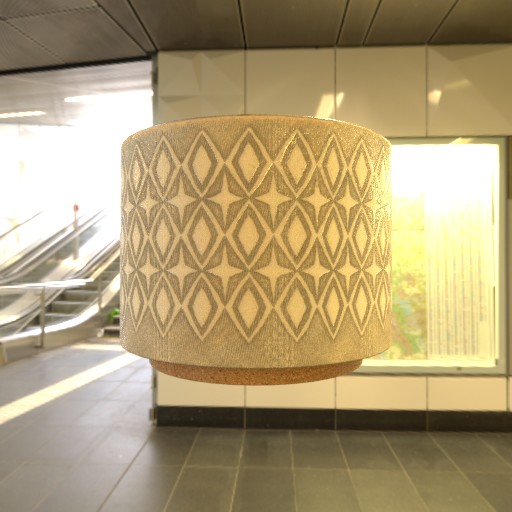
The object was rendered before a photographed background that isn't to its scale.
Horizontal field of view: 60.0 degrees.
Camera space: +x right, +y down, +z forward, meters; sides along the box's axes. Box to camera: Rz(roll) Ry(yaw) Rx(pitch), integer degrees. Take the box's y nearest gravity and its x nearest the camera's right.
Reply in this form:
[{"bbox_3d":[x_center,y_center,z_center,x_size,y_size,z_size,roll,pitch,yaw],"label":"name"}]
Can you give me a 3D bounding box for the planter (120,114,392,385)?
[{"bbox_3d":[0.000,0.000,0.317,0.186,0.144,0.186,0,0,0],"label":"planter"}]
